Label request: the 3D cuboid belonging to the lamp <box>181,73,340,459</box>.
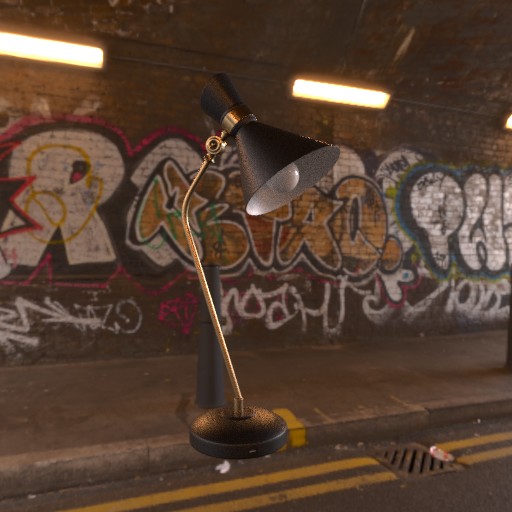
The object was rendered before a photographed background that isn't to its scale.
[{"bbox_3d":[0.000,0.000,0.780,0.292,0.647,0.189,0,0,19],"label":"lamp"}]
